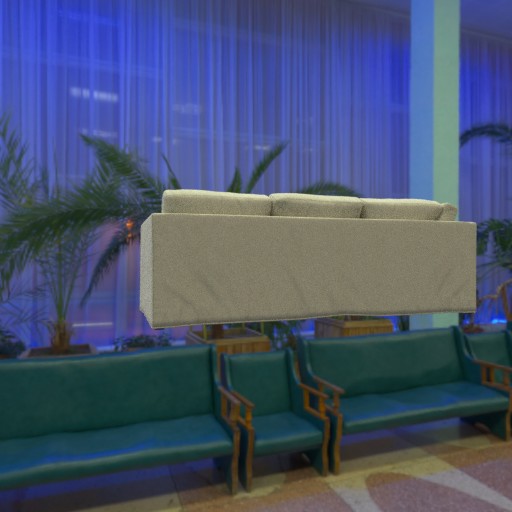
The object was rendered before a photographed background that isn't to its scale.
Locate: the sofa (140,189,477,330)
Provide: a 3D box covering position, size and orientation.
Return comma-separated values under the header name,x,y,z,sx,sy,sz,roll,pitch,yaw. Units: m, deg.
name,x,y,z,sx,sy,sz,roll,pitch,yaw
sofa,0.000,0.000,4.620,2.448,0.882,3.464,0,0,-19
